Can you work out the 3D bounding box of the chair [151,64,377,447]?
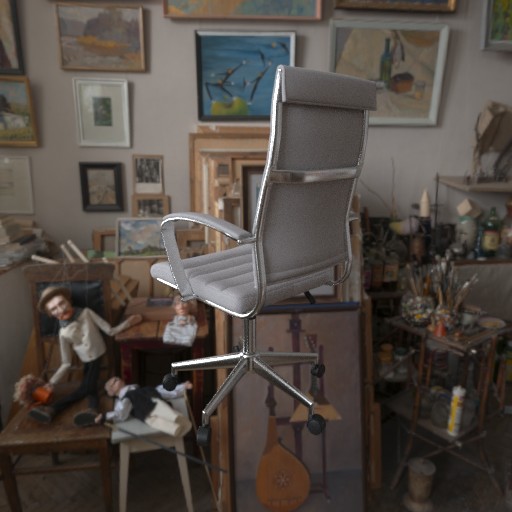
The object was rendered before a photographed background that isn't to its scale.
[{"bbox_3d":[0.000,0.000,1.575,0.679,1.149,0.667,-14,20,-43],"label":"chair"}]
